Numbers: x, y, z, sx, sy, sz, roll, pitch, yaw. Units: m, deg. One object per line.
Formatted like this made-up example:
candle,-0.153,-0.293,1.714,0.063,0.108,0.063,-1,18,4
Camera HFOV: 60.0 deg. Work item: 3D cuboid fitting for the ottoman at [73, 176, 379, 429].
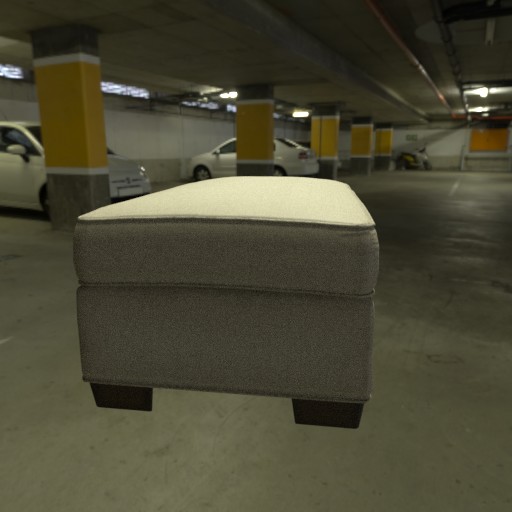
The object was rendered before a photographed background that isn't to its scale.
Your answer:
ottoman,0.000,0.000,1.397,0.617,0.461,1.097,2,14,8
